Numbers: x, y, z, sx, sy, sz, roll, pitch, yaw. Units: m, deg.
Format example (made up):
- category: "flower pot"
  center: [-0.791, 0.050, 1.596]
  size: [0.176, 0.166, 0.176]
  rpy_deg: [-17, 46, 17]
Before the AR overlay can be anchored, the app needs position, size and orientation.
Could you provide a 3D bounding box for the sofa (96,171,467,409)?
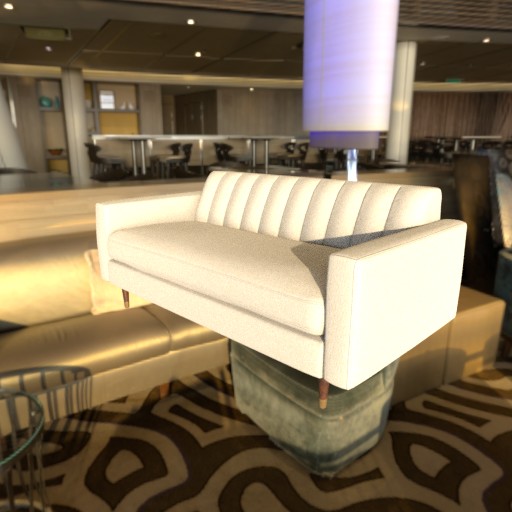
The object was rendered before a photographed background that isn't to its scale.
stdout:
- category: "sofa"
  center: [0.000, 0.000, 2.447]
  size: [1.895, 0.814, 0.969]
  rpy_deg: [14, 21, 43]
